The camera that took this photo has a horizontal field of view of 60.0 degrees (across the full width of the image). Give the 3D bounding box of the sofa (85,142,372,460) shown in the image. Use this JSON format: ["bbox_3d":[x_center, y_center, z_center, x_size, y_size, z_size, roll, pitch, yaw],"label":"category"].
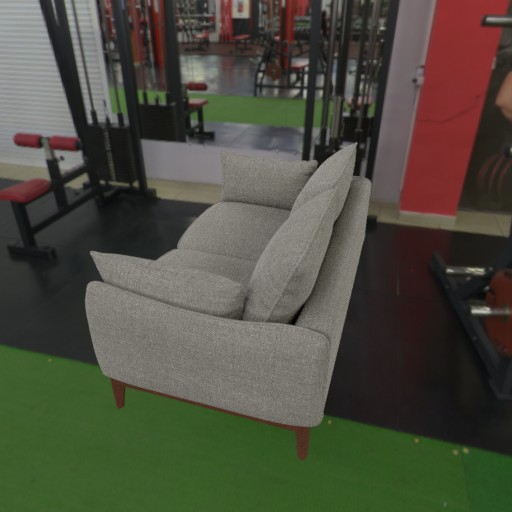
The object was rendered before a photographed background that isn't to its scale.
[{"bbox_3d":[0.000,0.000,2.225,0.972,0.851,1.580,9,31,15],"label":"sofa"}]
